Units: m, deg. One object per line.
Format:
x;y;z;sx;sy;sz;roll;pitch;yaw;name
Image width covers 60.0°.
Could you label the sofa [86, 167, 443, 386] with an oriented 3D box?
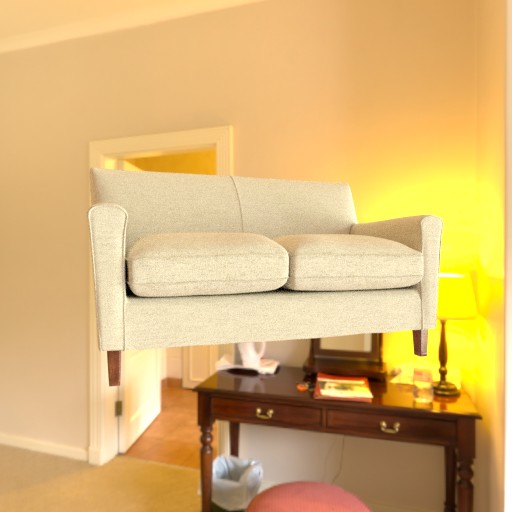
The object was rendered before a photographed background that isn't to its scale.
0.000;0.000;2.087;1.482;0.892;0.891;0;0;-19;sofa
